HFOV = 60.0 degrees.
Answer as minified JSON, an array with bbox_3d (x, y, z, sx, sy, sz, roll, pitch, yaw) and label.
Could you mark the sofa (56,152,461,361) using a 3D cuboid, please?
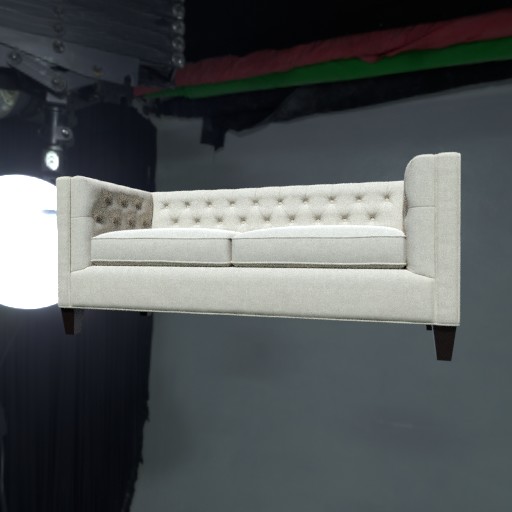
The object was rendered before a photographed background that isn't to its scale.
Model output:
[{"bbox_3d":[0.000,0.000,2.215,1.778,0.762,0.775,0,1,18],"label":"sofa"}]
